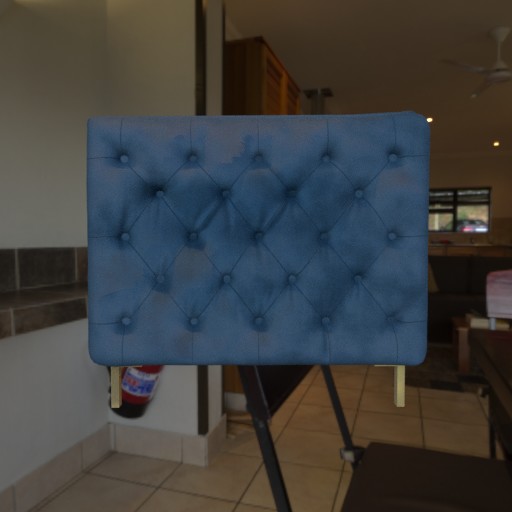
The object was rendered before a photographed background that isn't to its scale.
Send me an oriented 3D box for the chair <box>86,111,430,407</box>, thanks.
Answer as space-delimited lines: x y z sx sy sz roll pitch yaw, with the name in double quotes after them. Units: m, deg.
0.000 0.000 1.514 0.877 0.771 0.868 0 2 -1 "chair"
